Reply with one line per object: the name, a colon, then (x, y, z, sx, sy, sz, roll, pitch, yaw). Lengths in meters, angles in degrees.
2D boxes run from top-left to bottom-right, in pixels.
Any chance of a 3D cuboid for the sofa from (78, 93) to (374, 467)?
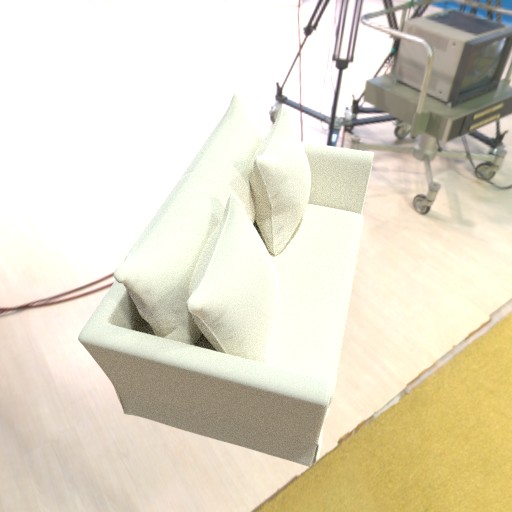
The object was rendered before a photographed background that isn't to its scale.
sofa: (0.000, 0.000, 2.270, 1.026, 1.039, 1.608, 12, 46, 11)
